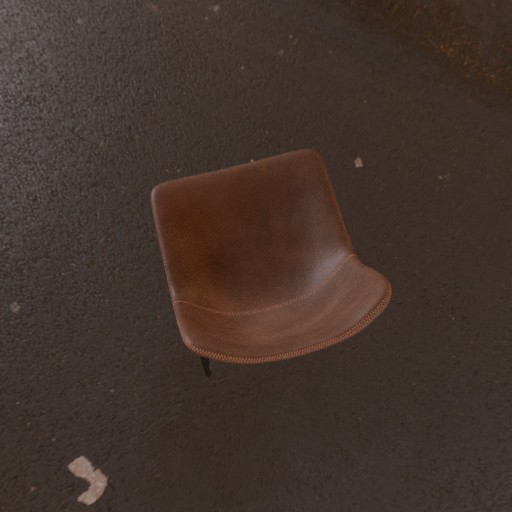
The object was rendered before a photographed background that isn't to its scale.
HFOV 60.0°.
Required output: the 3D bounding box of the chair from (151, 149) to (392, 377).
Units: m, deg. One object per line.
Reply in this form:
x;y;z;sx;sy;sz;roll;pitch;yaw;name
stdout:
0.000;0.000;1.128;0.460;0.780;0.551;-14;75;-4;chair
